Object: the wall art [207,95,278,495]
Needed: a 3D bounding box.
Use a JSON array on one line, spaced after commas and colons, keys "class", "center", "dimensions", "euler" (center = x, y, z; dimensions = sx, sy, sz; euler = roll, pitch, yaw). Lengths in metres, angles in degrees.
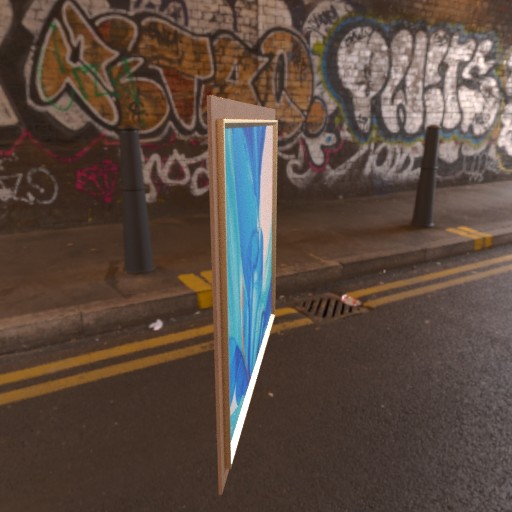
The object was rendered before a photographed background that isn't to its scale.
[{"class": "wall art", "center": [0.000, 0.000, 1.653], "dimensions": [0.025, 1.067, 1.168], "euler": [3, 17, 9]}]
